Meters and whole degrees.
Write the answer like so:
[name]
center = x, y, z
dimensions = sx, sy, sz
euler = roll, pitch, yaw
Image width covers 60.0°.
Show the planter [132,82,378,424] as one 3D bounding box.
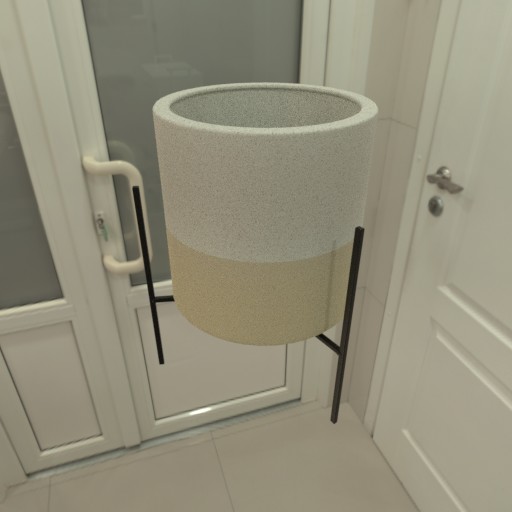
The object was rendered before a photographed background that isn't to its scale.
[planter]
center = 0.000, 0.000, 0.549
dimensions = 0.267, 0.362, 0.263
euler = -10, 32, -16
